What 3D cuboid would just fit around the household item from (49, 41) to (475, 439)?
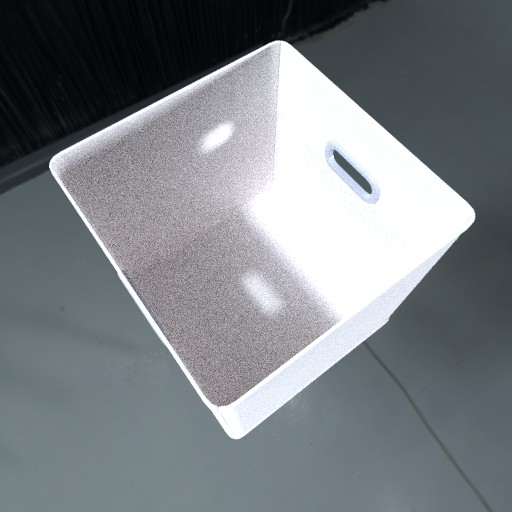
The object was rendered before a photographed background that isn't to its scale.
[{"bbox_3d":[0.000,0.000,0.562,0.305,0.305,0.305,-34,69,-15],"label":"household item"}]
